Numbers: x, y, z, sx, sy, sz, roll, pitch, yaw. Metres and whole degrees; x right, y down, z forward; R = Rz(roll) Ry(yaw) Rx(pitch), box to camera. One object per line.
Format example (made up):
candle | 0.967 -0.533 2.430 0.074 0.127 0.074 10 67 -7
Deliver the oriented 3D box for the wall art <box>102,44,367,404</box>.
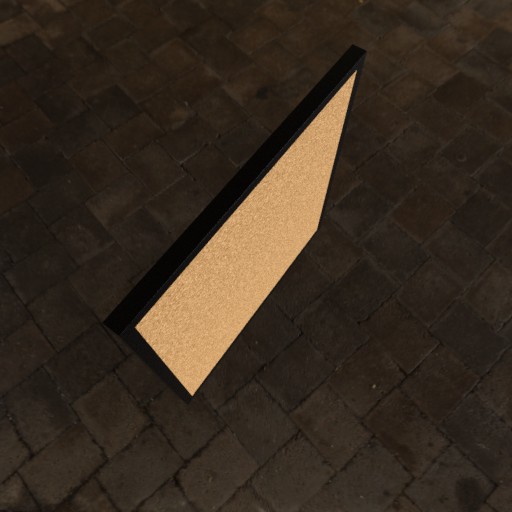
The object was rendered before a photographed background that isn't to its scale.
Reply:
wall art | 0.000 0.000 1.144 0.036 0.755 0.756 33 68 15
